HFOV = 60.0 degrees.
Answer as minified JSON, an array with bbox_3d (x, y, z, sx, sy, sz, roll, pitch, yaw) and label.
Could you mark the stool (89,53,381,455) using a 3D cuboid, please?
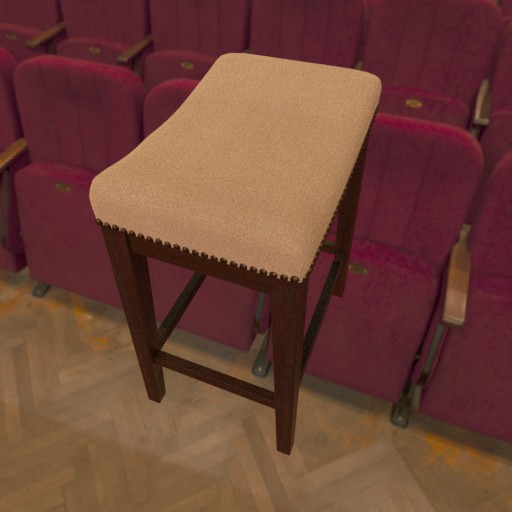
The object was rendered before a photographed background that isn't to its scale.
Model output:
[{"bbox_3d":[0.000,0.000,0.955,0.363,0.669,0.509,16,49,14],"label":"stool"}]
